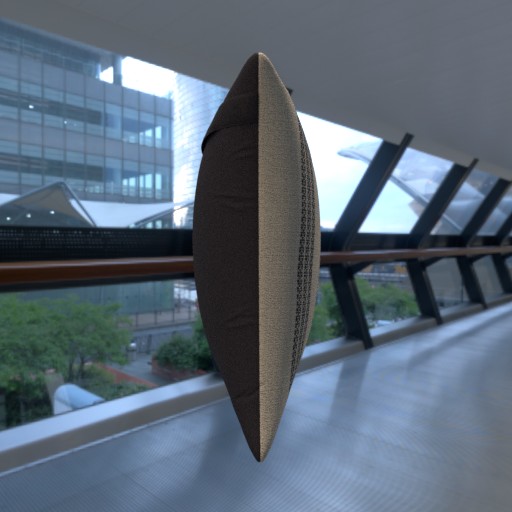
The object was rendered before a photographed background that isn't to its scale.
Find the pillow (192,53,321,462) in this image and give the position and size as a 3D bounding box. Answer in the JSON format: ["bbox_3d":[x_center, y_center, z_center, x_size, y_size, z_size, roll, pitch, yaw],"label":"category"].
[{"bbox_3d":[0.000,0.000,0.632,0.173,0.406,0.405,0,0,-1],"label":"pillow"}]
